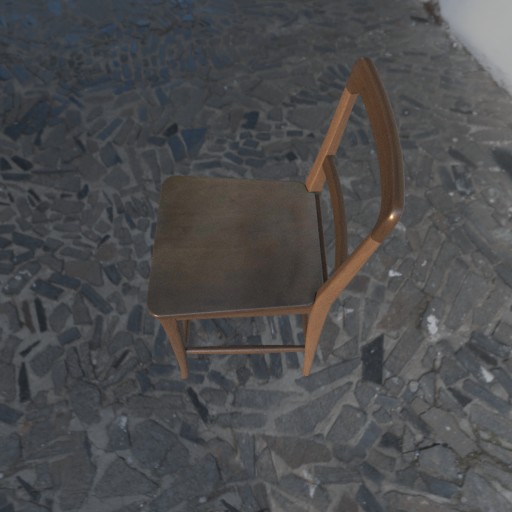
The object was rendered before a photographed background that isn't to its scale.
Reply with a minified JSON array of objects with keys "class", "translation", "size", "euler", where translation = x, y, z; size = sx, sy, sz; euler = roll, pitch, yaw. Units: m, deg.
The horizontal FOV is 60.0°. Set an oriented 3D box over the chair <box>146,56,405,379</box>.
[{"class":"chair","translation":[0.000,0.000,1.271],"size":[0.546,0.991,0.450],"euler":[0,59,0]}]
